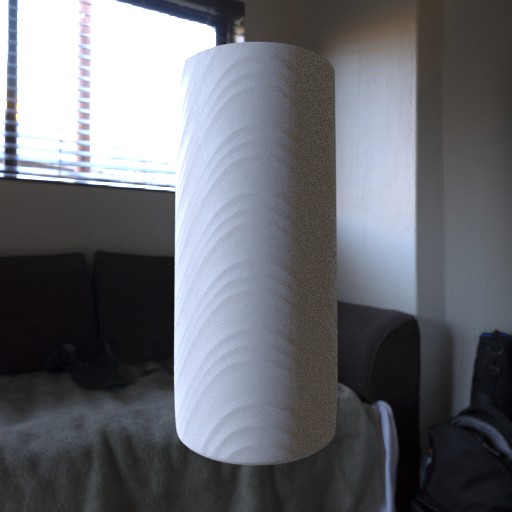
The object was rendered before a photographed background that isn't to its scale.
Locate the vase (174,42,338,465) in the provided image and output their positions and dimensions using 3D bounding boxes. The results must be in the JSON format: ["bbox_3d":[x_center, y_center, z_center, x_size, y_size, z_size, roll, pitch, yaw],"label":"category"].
[{"bbox_3d":[0.000,0.000,0.394,0.143,0.316,0.143,0,1,0],"label":"vase"}]
